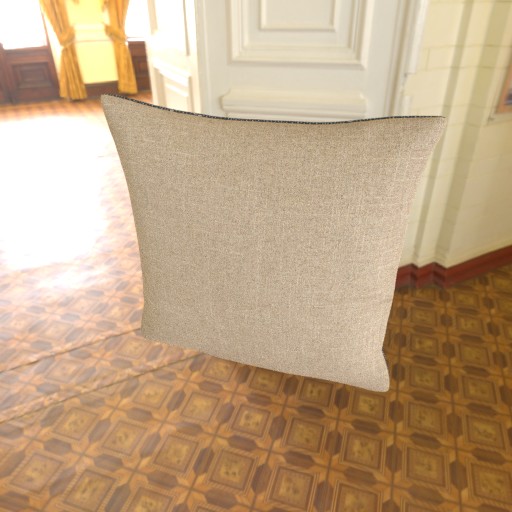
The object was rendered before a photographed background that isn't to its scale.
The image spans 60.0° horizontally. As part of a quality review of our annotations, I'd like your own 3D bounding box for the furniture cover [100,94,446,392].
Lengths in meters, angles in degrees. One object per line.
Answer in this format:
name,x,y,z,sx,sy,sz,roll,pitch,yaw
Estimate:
furniture cover,0.000,0.000,0.753,0.511,0.503,0.162,9,33,15
